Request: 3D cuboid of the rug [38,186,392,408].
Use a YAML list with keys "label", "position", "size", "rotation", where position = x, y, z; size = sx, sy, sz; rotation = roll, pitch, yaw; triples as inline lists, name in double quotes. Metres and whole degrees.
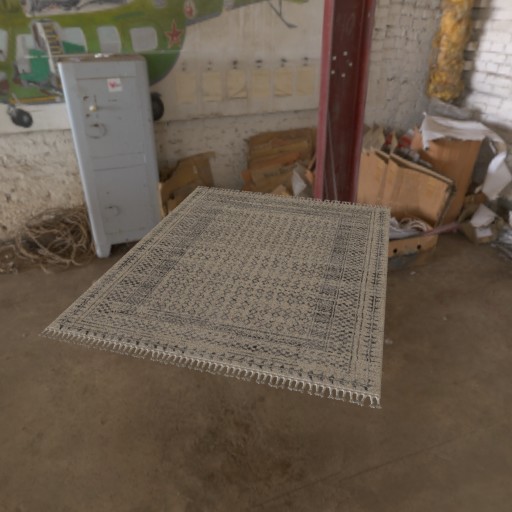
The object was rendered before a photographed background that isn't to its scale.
- label: "rug"
  position: [0.000, 0.000, 3.992]
  size: [2.312, 0.013, 2.940]
  rotation: [8, 31, 14]
